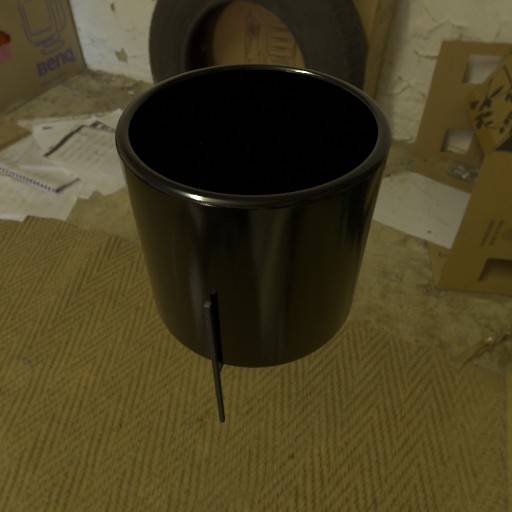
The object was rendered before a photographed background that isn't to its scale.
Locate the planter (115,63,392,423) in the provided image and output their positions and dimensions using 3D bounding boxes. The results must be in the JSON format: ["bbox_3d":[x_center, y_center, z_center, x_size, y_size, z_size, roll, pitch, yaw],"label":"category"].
[{"bbox_3d":[0.000,0.000,0.640,0.310,0.432,0.310,2,46,2],"label":"planter"}]
